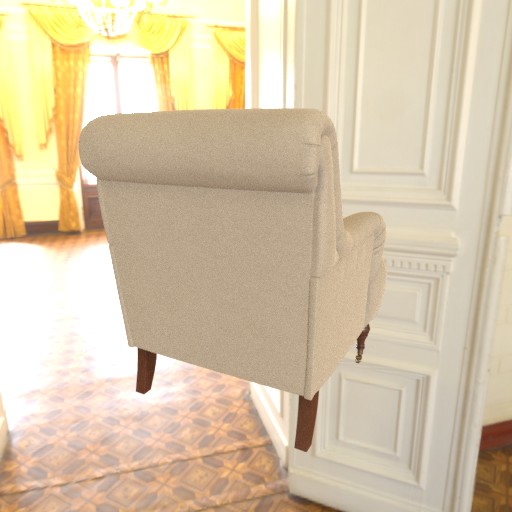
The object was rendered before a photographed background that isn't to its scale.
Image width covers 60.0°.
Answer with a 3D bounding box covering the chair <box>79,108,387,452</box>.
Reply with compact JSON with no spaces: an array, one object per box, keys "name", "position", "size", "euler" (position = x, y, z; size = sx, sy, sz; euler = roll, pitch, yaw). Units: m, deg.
[{"name":"chair","position":[0.000,0.000,1.544],"size":[0.766,0.942,0.842],"euler":[8,17,28]}]
